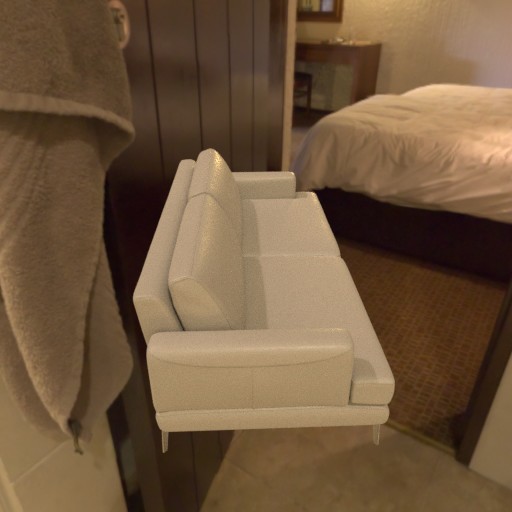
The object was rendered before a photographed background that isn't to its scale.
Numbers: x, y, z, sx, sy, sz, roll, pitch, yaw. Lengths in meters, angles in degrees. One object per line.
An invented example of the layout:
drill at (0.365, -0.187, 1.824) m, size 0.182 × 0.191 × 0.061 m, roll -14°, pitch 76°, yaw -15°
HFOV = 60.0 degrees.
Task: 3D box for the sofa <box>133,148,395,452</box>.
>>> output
sofa at (0.000, 0.000, 2.450) m, size 0.974 × 0.765 × 1.940 m, roll -1°, pitch 29°, yaw -2°
